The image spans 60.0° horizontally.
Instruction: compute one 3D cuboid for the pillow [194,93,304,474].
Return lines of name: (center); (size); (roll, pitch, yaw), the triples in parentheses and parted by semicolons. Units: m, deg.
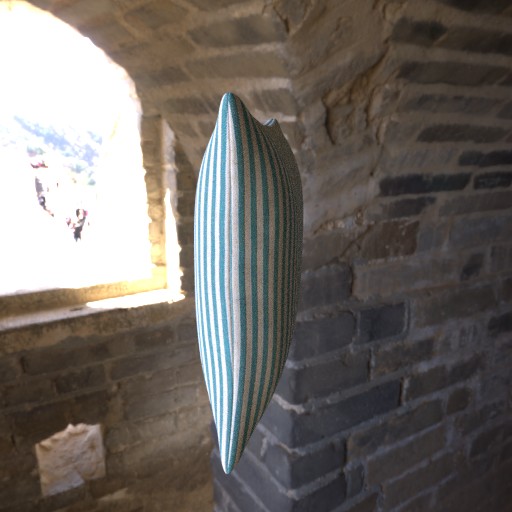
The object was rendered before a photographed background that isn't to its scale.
pillow: (0.000, 0.000, 0.812); (0.166, 0.510, 0.523); (2, 14, 8)
